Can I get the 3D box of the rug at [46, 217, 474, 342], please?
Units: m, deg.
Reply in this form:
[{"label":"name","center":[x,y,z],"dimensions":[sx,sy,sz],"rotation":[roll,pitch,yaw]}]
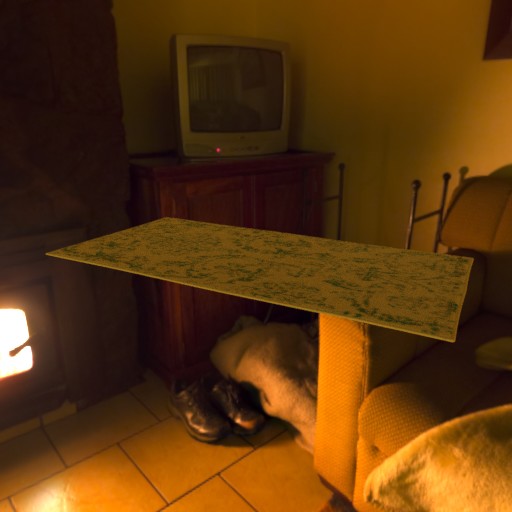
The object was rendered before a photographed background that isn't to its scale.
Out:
[{"label":"rug","center":[0.000,0.000,1.406],"dimensions":[1.220,0.007,0.605],"rotation":[9,20,27]}]
